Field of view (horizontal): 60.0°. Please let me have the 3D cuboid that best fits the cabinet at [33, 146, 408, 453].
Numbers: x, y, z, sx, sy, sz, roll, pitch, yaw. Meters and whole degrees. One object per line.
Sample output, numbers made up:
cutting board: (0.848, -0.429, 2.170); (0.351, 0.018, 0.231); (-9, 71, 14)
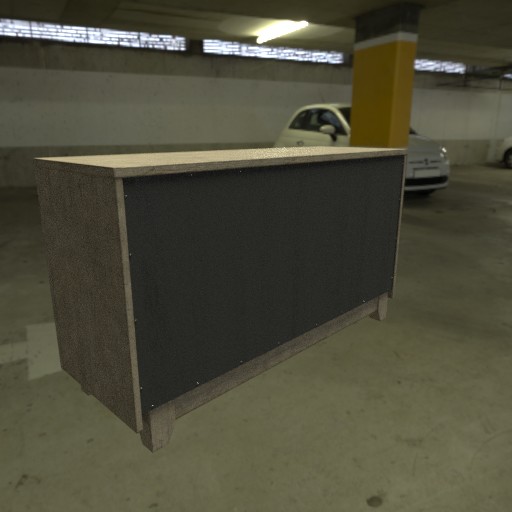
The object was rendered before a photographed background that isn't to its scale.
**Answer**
cabinet: (0.000, 0.000, 1.814); (0.511, 0.825, 1.460); (15, 22, 42)
